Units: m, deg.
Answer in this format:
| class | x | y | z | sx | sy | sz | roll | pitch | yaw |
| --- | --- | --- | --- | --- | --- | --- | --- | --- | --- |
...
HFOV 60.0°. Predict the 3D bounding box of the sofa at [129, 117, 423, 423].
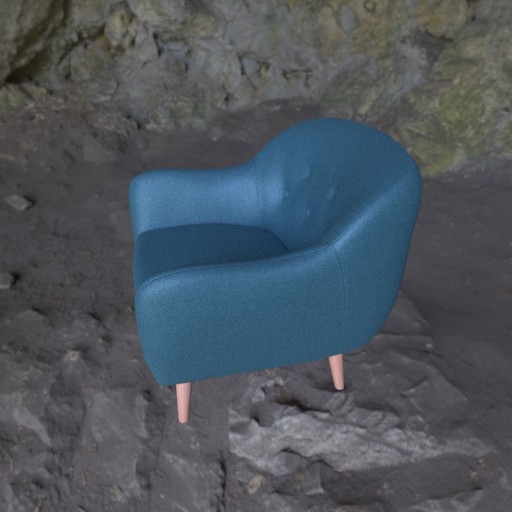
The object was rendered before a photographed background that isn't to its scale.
| class | x | y | z | sx | sy | sz | roll | pitch | yaw |
| --- | --- | --- | --- | --- | --- | --- | --- | --- | --- |
| sofa | 0.000 | 0.000 | 1.527 | 0.825 | 0.817 | 0.836 | -7 | 30 | -13 |
